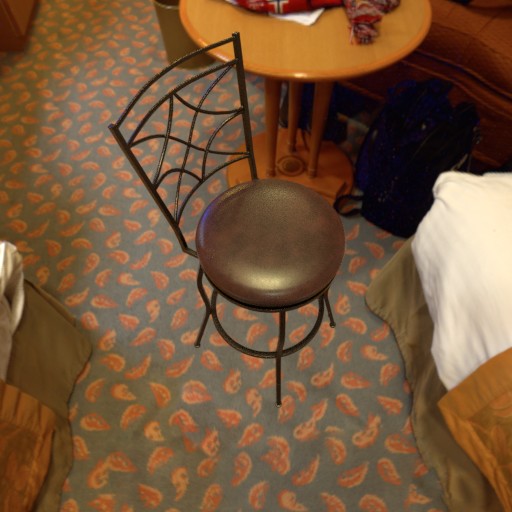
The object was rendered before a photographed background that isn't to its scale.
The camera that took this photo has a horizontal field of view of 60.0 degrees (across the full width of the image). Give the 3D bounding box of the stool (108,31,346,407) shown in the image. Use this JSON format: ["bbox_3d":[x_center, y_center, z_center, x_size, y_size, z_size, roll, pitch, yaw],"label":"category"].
[{"bbox_3d":[0.000,0.000,1.401,0.534,1.117,0.434,31,62,19],"label":"stool"}]
